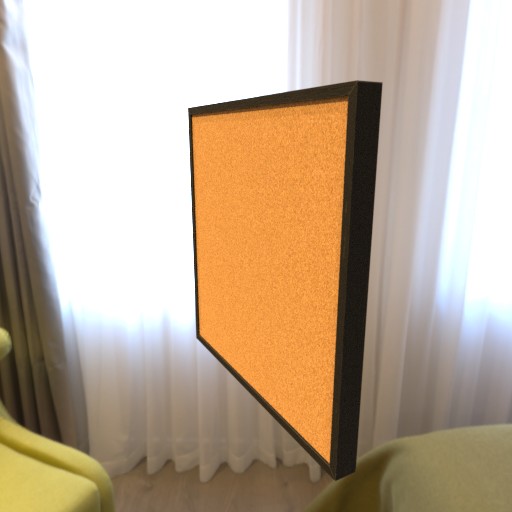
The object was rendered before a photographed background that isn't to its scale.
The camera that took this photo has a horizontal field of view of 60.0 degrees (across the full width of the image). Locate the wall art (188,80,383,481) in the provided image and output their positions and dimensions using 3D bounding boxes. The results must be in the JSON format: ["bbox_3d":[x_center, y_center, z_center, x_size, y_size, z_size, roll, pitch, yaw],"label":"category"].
[{"bbox_3d":[0.000,0.000,0.754,0.036,0.506,0.506,-8,17,-28],"label":"wall art"}]
